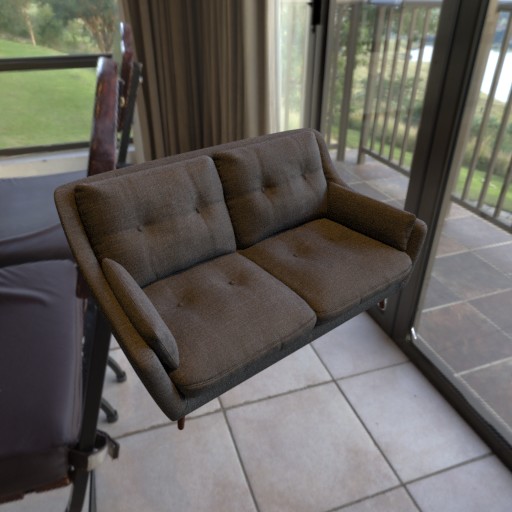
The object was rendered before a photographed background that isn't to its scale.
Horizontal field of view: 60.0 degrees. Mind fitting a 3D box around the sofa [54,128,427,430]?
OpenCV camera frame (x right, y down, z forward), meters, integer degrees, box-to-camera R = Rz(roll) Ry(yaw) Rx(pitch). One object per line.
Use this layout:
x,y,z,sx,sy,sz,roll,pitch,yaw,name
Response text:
0.000,0.000,2.231,1.646,0.887,0.976,-22,38,-31,sofa
